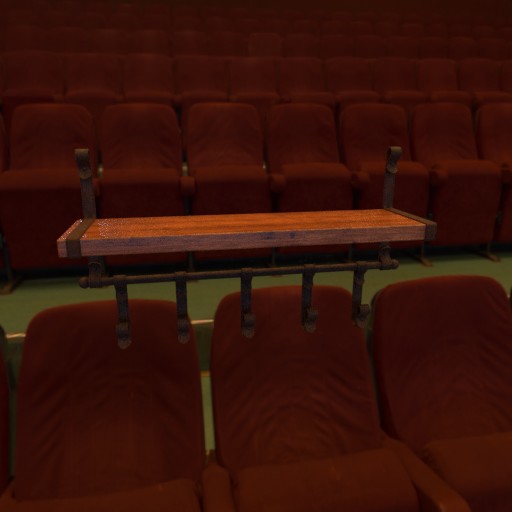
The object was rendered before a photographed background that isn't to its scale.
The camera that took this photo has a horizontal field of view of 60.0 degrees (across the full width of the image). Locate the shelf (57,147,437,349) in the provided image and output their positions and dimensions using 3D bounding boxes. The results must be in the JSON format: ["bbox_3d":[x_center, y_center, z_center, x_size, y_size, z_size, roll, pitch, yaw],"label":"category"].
[{"bbox_3d":[0.000,0.000,0.705,0.567,0.330,0.146,-3,16,-11],"label":"shelf"}]
